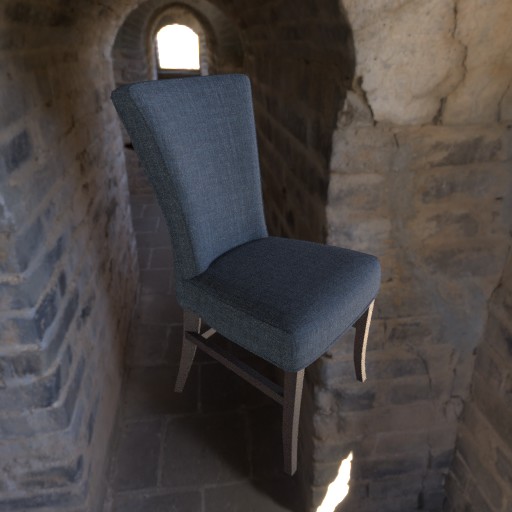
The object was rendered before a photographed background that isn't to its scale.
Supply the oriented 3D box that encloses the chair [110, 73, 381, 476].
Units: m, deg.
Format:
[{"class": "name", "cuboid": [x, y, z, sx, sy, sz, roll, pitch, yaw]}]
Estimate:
[{"class": "chair", "cuboid": [0.000, 0.000, 1.353, 0.660, 0.991, 0.520, 18, 32, 32]}]
